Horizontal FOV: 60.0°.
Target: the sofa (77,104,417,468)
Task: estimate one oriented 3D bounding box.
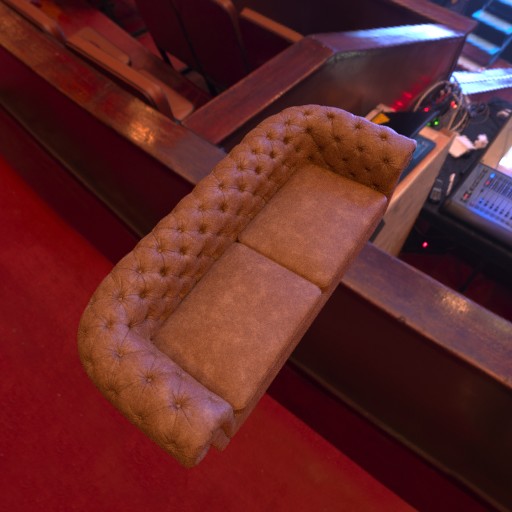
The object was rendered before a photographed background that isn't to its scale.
[{"bbox_3d":[0.000,0.000,2.775,0.989,0.760,2.365,31,63,18],"label":"sofa"}]
